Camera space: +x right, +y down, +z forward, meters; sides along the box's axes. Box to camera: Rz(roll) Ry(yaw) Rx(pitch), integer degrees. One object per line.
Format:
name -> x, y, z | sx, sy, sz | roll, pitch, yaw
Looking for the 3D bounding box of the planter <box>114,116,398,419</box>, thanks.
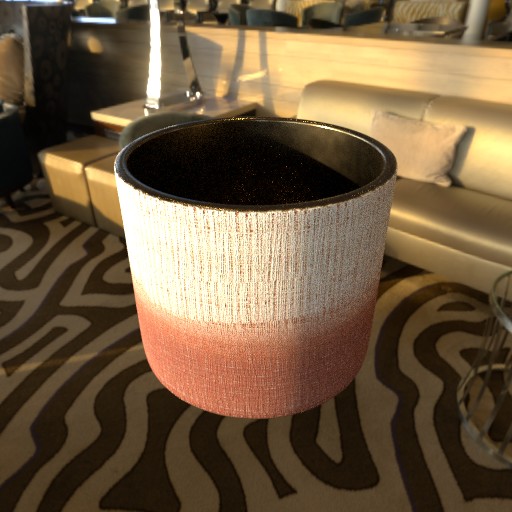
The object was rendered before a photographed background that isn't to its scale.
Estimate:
planter -> 0.000, 0.000, 0.323 | 0.178, 0.157, 0.178 | 0, 32, 0
